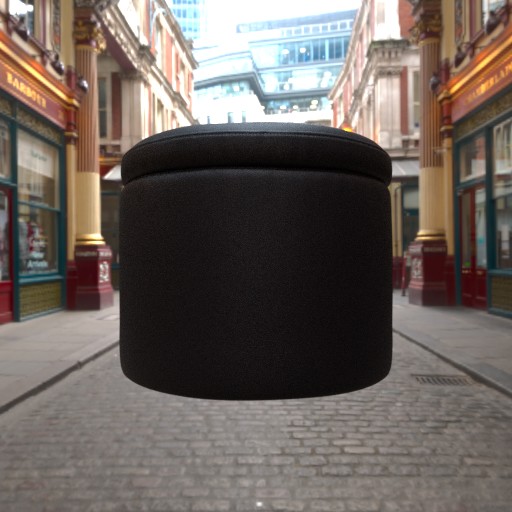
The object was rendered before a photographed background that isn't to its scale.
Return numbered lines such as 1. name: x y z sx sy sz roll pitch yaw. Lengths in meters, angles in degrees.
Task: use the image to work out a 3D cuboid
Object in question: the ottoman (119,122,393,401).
1. ottoman: 0.000 0.000 0.850 0.501 0.409 0.501 0 -1 0
